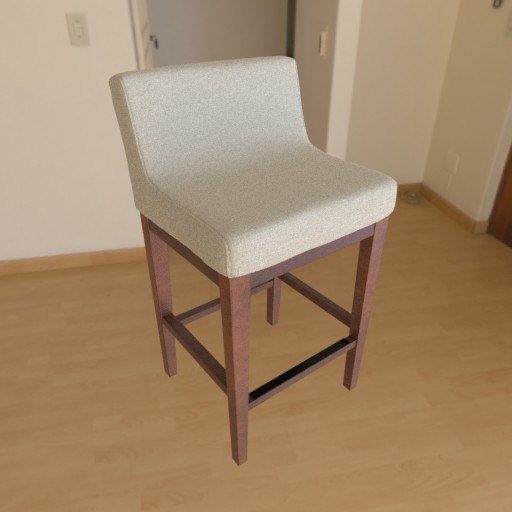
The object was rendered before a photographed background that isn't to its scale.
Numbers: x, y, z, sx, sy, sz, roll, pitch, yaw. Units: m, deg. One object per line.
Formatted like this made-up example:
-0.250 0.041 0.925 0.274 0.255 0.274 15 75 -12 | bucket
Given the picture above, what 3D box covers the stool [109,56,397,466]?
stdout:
0.000 0.000 1.208 0.511 0.937 0.500 -21 37 -31 | stool
